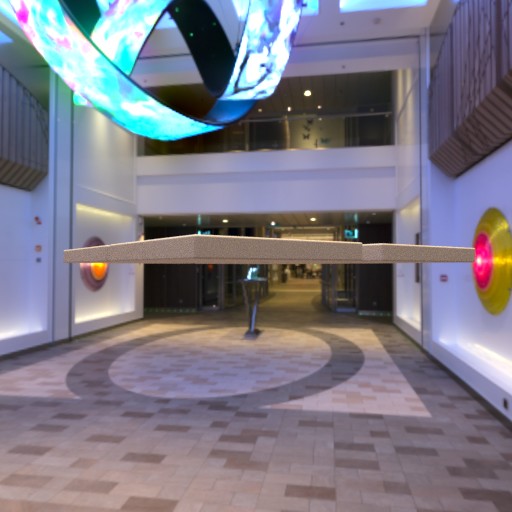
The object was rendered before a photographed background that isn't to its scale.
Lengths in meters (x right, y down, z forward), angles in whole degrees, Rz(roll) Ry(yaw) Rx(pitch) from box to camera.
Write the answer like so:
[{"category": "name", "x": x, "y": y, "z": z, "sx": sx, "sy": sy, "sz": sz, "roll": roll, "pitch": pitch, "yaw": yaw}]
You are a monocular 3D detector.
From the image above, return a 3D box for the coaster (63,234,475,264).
[{"category": "coaster", "x": 0.000, "y": 0.000, "z": 0.327, "sx": 0.219, "sy": 0.010, "sz": 0.214, "roll": 1, "pitch": -2, "yaw": -37}]
